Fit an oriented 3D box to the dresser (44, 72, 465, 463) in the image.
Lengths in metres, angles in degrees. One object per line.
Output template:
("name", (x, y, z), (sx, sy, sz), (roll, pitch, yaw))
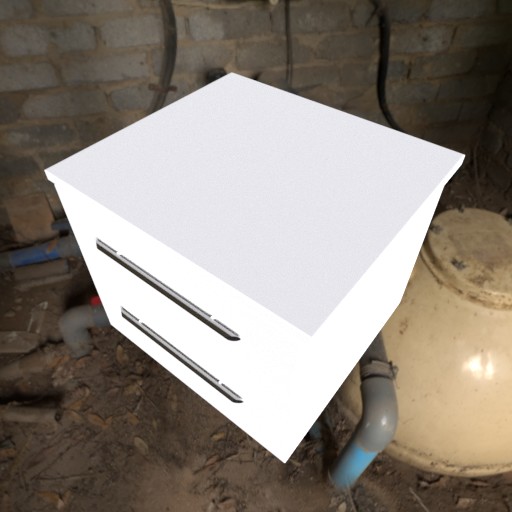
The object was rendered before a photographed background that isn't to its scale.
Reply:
("dresser", (0.000, 0.000, 0.733), (0.430, 0.360, 0.400), (30, 53, 26))
